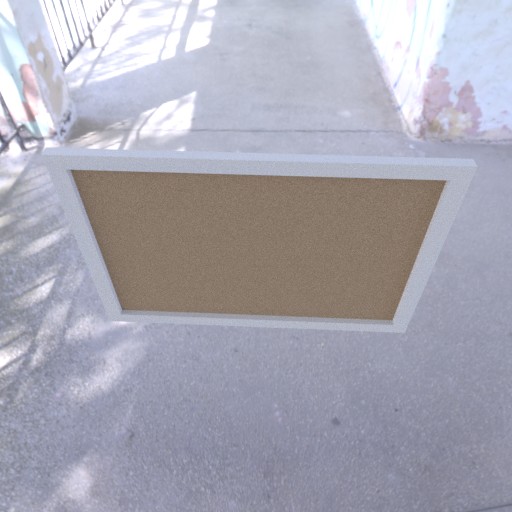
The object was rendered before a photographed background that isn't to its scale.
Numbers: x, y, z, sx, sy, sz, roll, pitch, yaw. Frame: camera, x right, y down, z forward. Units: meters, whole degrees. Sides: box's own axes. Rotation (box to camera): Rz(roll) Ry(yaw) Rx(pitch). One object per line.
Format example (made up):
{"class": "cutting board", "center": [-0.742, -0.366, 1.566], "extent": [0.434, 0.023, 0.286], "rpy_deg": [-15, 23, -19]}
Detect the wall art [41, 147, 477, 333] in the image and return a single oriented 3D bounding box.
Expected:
{"class": "wall art", "center": [0.000, 0.000, 1.451], "extent": [1.144, 0.767, 0.038], "rpy_deg": [2, 47, 2]}
